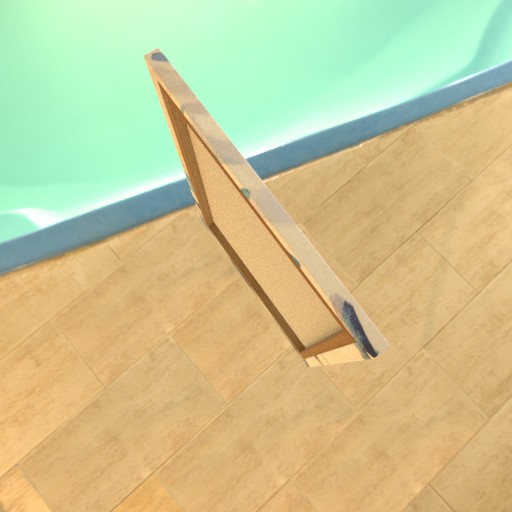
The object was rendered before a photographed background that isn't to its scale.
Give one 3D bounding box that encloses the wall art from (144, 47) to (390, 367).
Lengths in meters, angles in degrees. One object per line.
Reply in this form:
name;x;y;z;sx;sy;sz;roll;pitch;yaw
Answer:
wall art;0.000;0.000;1.339;0.038;1.015;0.761;-35;78;-9
